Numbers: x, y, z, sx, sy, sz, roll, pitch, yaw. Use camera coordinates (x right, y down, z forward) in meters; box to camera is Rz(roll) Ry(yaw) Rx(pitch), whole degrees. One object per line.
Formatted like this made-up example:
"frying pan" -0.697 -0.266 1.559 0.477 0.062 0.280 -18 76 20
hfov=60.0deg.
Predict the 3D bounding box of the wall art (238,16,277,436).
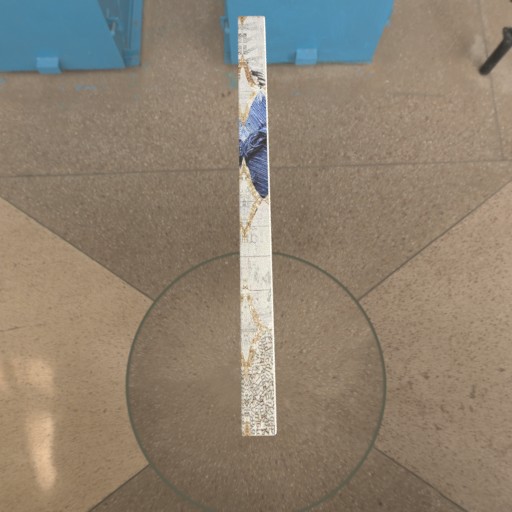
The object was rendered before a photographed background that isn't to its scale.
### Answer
"wall art" 0.000 0.000 0.749 0.038 0.508 0.507 -1 75 0
